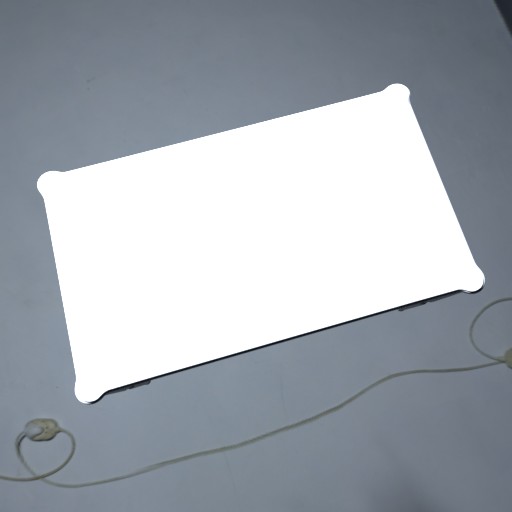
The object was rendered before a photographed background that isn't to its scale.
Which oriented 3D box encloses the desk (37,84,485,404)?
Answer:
[{"bbox_3d":[0.000,0.000,1.865,1.380,0.762,0.807,-15,77,-4],"label":"desk"}]
